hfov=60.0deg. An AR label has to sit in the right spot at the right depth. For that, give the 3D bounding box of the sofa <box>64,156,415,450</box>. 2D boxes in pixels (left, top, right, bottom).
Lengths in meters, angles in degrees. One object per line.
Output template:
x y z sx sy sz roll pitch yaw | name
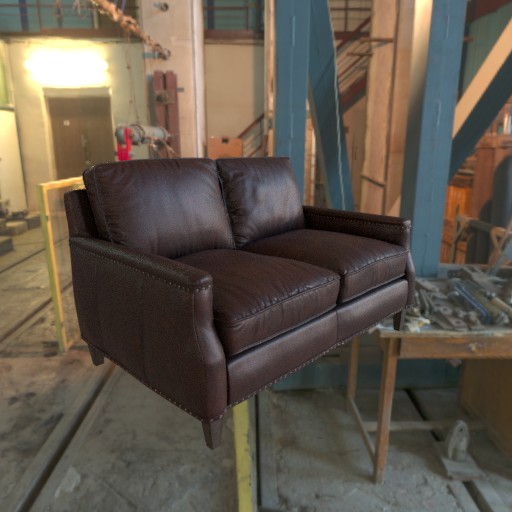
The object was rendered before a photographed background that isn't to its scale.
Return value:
0.000 0.000 2.325 1.083 1.003 1.628 14 20 42 | sofa
